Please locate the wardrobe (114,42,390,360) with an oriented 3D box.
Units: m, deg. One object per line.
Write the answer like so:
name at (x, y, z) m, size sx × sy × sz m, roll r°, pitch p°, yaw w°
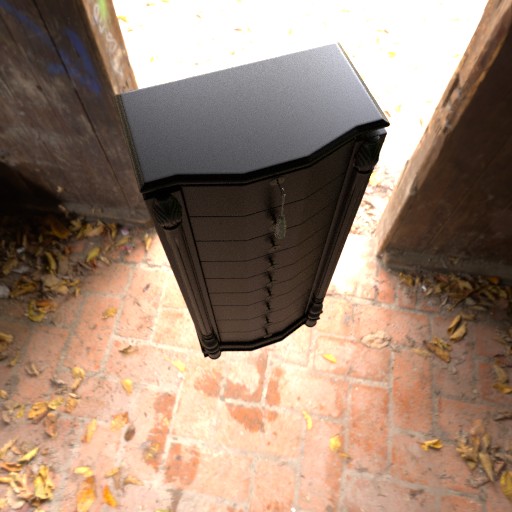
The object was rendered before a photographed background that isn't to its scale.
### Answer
wardrobe at (0.000, 0.000, 1.190) m, size 0.444 × 1.011 × 0.295 m, roll -17°, pitch 65°, yaw -8°
